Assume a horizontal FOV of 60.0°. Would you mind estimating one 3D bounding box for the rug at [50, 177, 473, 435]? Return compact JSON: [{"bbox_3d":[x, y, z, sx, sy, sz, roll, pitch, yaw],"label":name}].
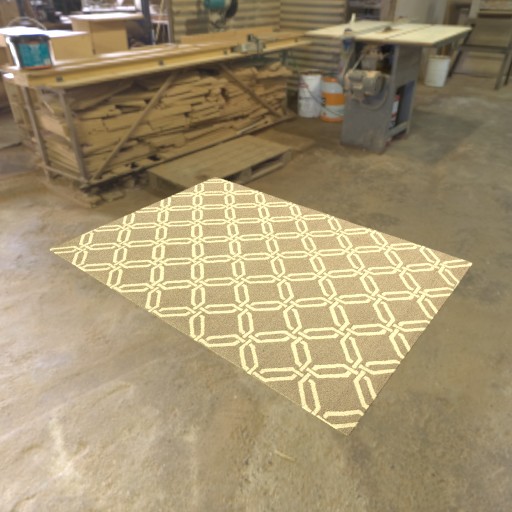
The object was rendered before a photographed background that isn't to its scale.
[{"bbox_3d":[0.000,0.000,4.383,3.419,0.020,2.441,24,39,32],"label":"rug"}]
